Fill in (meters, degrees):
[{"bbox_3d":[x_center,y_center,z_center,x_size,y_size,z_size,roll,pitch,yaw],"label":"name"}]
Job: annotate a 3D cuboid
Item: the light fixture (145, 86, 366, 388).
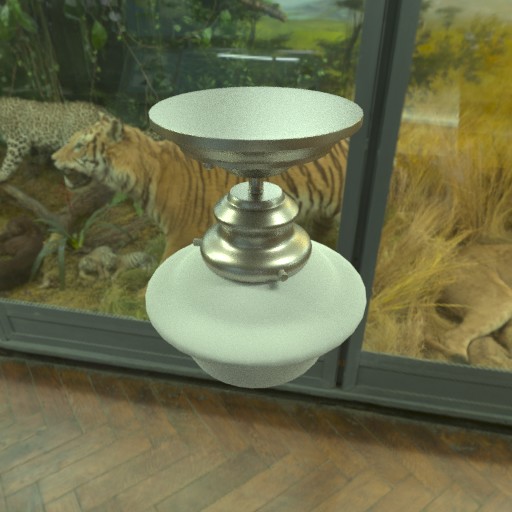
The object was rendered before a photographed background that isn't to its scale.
[{"bbox_3d":[0.000,0.000,0.389,0.199,0.254,0.199,0,32,0],"label":"light fixture"}]
